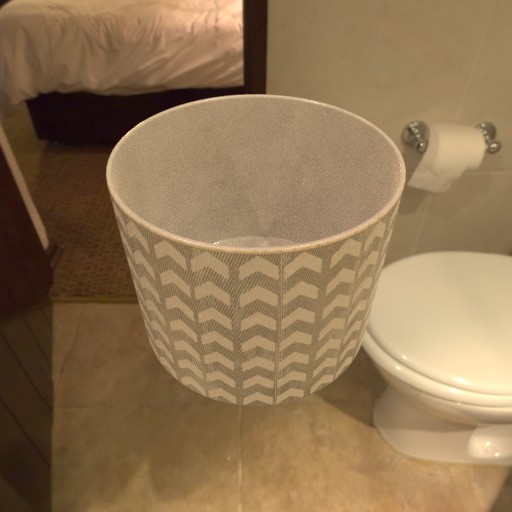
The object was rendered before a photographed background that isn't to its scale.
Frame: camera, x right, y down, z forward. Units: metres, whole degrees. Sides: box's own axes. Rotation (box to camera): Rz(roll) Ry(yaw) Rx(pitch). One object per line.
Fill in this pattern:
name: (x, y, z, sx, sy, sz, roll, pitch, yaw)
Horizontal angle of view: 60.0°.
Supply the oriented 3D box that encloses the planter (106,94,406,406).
planter: (0.000, 0.000, 0.460, 0.250, 0.239, 0.250, 0, 43, 0)
